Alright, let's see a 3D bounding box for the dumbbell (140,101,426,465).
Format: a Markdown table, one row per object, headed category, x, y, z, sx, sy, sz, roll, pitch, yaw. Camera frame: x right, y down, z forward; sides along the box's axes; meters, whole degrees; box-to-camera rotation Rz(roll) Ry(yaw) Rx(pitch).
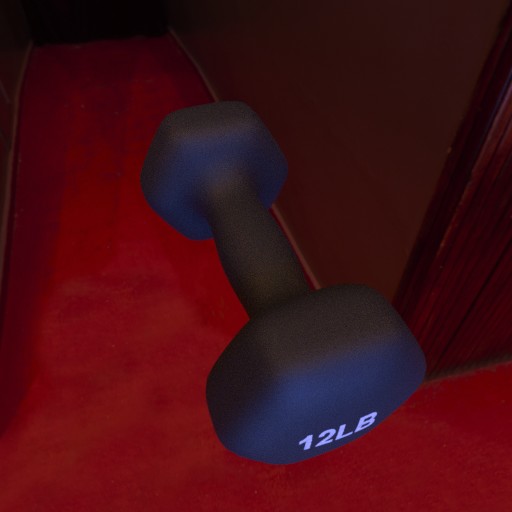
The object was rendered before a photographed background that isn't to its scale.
| category | x | y | z | sx | sy | sz | roll | pitch | yaw |
| --- | --- | --- | --- | --- | --- | --- | --- | --- | --- |
| dumbbell | 0.000 | 0.000 | 0.276 | 0.112 | 0.101 | 0.231 | -15 | 49 | -13 |
